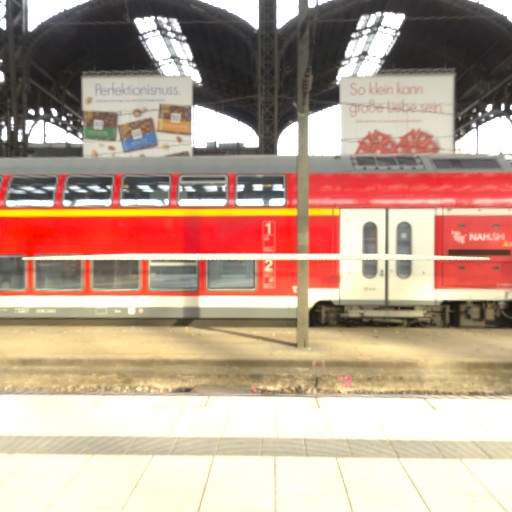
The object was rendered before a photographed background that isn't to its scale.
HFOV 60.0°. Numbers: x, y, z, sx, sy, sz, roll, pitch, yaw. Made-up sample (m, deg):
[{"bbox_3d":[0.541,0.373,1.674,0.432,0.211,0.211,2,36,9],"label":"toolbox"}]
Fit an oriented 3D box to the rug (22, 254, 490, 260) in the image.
[{"bbox_3d":[0.000,0.000,4.091,3.050,0.017,2.441,0,1,0],"label":"rug"}]
